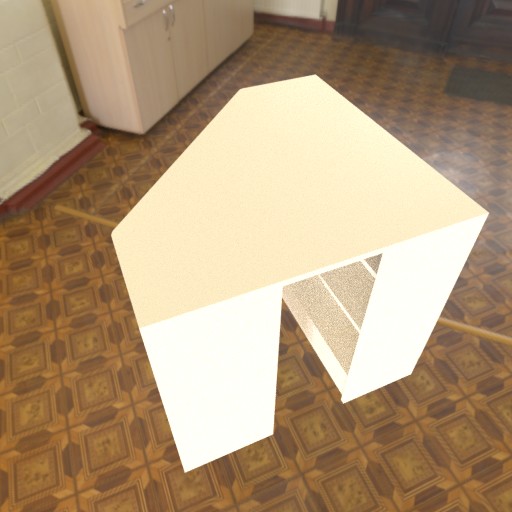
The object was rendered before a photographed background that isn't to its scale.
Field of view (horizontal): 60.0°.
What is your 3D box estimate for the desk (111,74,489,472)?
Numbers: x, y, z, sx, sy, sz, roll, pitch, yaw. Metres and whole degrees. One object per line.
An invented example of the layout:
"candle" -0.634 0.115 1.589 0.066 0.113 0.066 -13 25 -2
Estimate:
"desk" 0.000 0.000 1.627 0.926 0.818 0.940 -17 48 -16
